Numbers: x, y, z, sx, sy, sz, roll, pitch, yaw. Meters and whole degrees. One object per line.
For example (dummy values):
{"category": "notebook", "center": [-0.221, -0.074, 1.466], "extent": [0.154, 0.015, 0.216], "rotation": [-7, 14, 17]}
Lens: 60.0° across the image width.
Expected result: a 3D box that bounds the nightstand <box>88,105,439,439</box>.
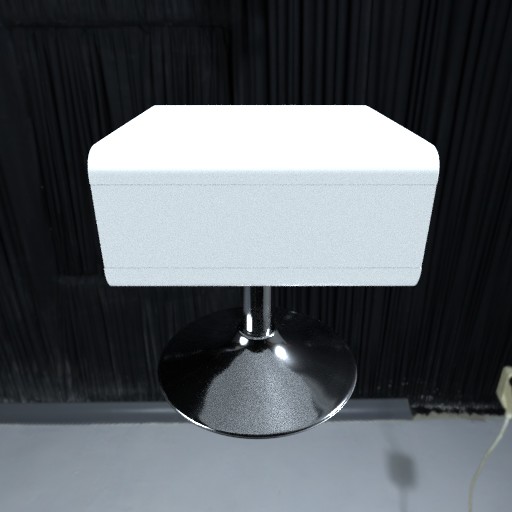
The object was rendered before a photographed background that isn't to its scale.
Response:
{"category": "nightstand", "center": [0.000, 0.000, 0.755], "extent": [0.404, 0.447, 0.399], "rotation": [0, 26, 0]}
